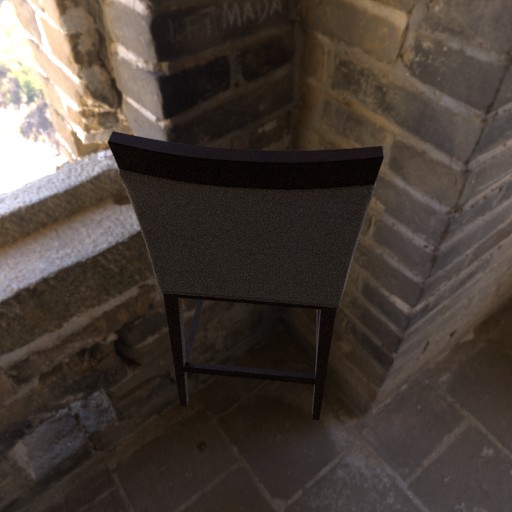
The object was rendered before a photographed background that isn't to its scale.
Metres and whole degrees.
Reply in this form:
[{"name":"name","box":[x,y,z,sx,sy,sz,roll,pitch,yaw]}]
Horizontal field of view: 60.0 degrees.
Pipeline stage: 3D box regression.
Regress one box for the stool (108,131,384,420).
[{"name":"stool","box":[0.000,0.000,1.320,0.512,1.009,0.531,4,45,4]}]
